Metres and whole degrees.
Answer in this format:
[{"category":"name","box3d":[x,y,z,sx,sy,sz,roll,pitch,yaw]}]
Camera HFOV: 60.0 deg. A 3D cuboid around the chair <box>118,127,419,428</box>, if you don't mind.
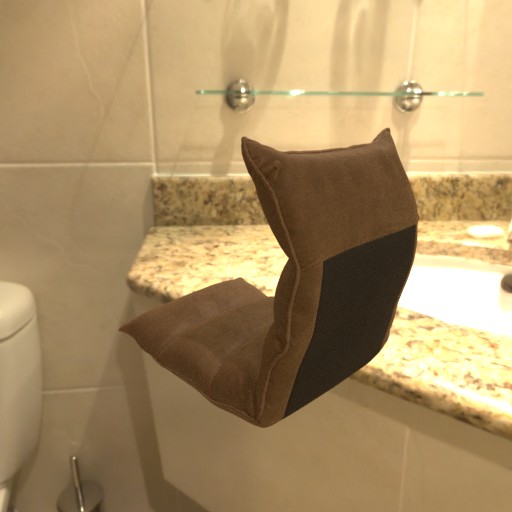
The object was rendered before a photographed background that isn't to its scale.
[{"category":"chair","box3d":[0.000,0.000,1.606,0.714,0.892,0.985,-16,24,-41]}]
